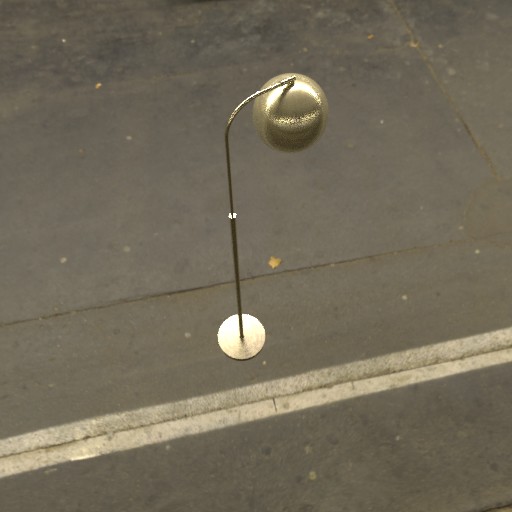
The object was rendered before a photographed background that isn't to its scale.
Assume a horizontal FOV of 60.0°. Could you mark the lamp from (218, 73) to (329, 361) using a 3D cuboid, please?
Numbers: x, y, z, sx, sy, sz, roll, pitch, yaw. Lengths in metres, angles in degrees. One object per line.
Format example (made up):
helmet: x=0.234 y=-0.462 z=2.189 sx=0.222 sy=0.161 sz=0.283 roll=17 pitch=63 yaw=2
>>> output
lamp: x=0.000 y=0.000 z=1.724 sx=0.431 sy=1.526 sz=0.250 roll=-30 pitch=63 yaw=-17
